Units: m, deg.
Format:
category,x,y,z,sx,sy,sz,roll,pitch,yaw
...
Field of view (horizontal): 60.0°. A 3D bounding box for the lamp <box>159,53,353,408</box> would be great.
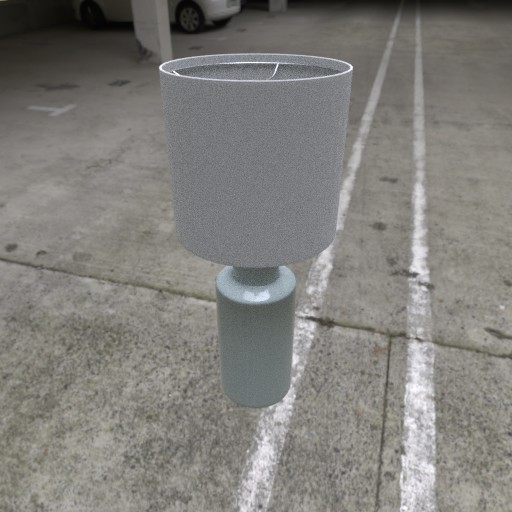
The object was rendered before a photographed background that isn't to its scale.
category,x,y,z,sx,sy,sz,roll,pitch,yaw
lamp,0.000,0.000,0.617,0.212,0.493,0.212,9,32,14
